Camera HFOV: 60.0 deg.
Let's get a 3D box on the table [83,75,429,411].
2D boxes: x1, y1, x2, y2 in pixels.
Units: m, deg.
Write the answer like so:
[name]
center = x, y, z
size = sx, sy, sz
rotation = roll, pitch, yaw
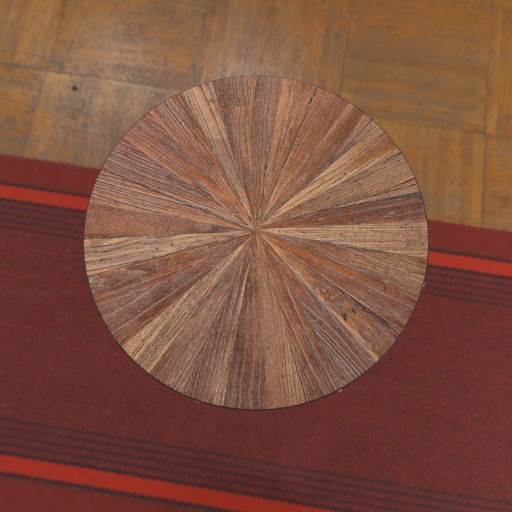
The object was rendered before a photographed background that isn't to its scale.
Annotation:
[table]
center = 0.000, 0.000, 1.454
size = 0.885, 0.658, 0.885
rotation = 0, 78, 0
